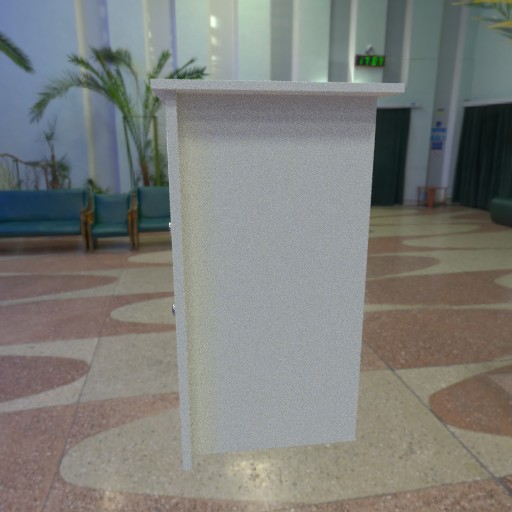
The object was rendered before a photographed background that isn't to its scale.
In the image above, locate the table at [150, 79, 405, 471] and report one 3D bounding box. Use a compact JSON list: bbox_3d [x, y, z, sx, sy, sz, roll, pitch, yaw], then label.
[{"bbox_3d":[0.000,0.000,1.061,0.406,0.711,0.589,-2,15,-7],"label":"table"}]
